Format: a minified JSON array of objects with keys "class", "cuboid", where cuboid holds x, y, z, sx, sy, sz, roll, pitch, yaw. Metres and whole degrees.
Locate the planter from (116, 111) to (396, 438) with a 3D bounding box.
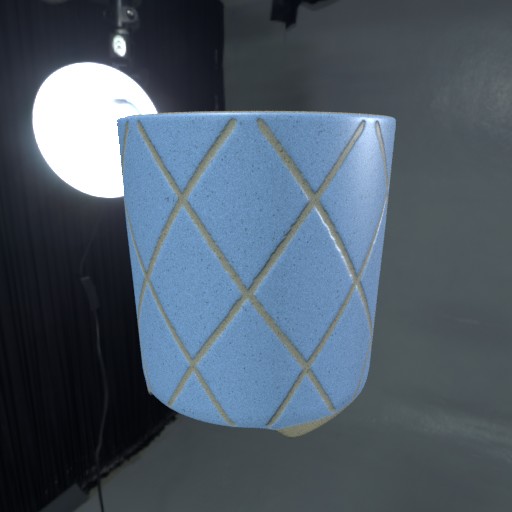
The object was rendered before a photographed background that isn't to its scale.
[{"class":"planter","cuboid":[0.000,0.000,0.340,0.191,0.200,0.191,0,14,0]}]
